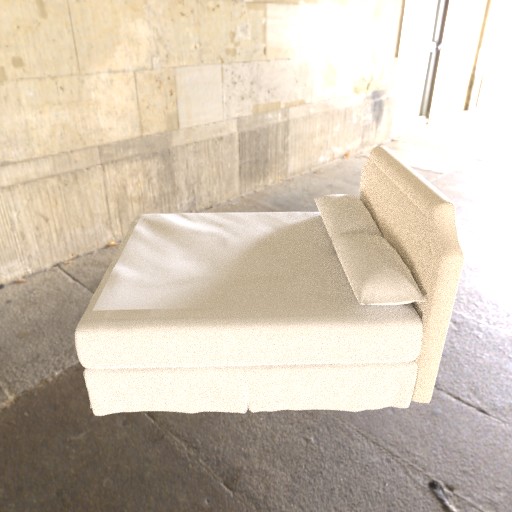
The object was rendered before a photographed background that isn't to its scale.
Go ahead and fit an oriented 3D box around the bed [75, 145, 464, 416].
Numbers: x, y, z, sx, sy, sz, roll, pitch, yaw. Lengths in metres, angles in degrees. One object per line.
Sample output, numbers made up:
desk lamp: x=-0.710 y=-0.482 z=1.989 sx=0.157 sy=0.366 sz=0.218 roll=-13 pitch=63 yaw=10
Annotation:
bed: x=0.000 y=0.000 z=3.834 sx=2.548 sy=1.524 sz=2.134 roll=-1 pitch=27 yaw=-2
